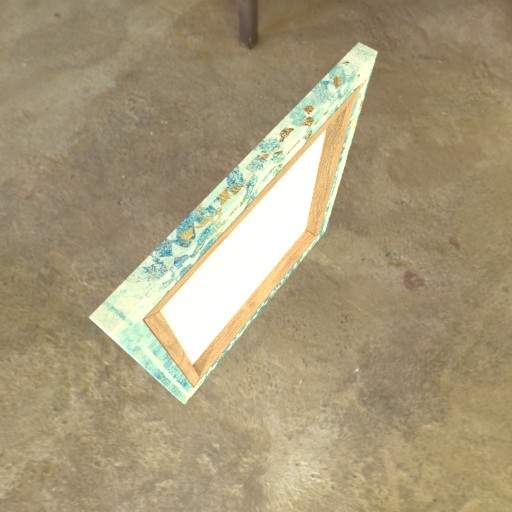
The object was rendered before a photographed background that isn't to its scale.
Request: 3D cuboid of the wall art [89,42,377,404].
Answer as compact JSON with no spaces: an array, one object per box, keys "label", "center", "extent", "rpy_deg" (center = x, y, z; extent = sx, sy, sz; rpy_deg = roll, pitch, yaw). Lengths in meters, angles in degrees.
[{"label":"wall art","center":[0.000,0.000,0.907],"extent":[0.040,0.609,0.609],"rpy_deg":[35,69,16]}]
